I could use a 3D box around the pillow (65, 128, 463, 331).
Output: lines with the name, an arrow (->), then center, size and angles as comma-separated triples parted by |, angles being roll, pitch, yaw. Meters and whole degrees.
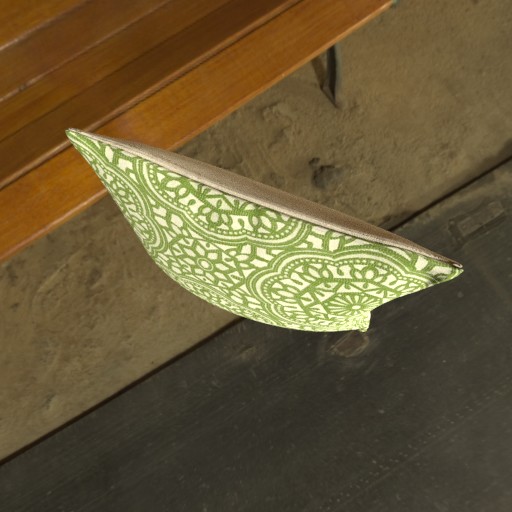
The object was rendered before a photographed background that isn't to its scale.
pillow -> 0.000, 0.000, 0.647 | 0.440, 0.419, 0.162 | 20, 74, 6
